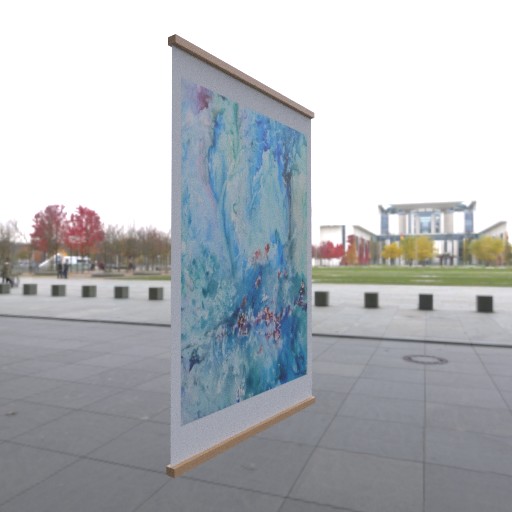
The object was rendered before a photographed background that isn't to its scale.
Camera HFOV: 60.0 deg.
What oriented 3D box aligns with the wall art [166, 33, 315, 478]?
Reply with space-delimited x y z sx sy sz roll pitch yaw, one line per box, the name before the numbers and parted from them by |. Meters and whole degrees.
wall art | 0.000 0.000 0.776 0.016 0.611 0.401 -1 -1 36
